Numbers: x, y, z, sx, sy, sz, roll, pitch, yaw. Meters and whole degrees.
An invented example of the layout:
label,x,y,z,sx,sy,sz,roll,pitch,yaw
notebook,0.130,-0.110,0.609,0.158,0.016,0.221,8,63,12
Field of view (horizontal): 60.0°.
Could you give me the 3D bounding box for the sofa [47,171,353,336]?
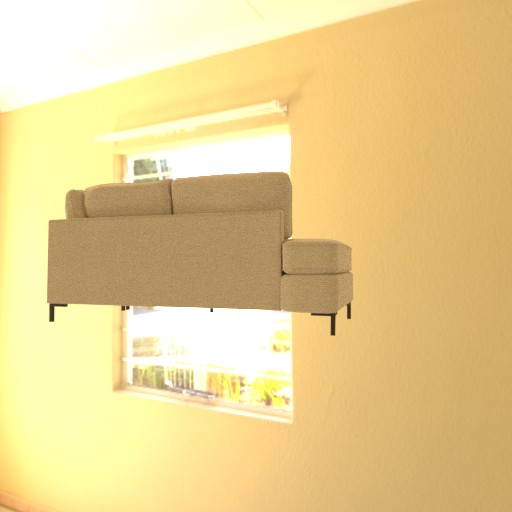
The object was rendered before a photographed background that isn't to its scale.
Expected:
label,x,y,z,sx,sy,sz,roll,pitch,yaw
sofa,0.000,0.000,4.400,2.048,0.996,3.384,0,-1,18
